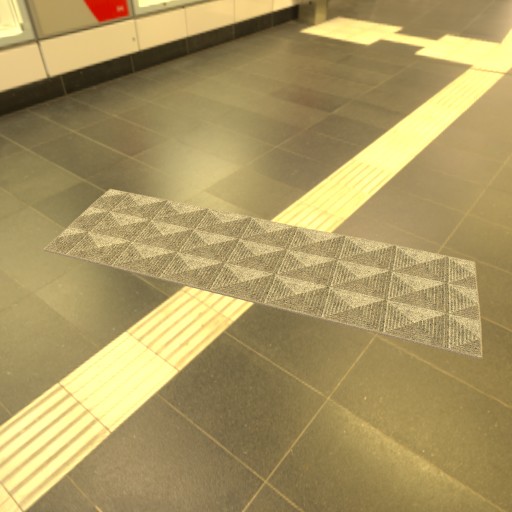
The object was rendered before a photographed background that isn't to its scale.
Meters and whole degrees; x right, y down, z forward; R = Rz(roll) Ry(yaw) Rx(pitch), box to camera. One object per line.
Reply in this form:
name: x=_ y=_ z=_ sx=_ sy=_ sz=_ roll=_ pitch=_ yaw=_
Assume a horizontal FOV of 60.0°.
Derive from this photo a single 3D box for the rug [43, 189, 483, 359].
rug: x=0.000 y=0.000 z=2.313 sx=2.182 sy=0.015 sz=0.645 roll=12 pitch=42 yaw=14
